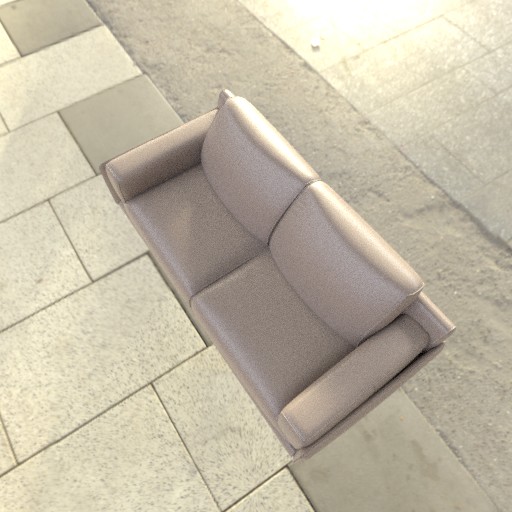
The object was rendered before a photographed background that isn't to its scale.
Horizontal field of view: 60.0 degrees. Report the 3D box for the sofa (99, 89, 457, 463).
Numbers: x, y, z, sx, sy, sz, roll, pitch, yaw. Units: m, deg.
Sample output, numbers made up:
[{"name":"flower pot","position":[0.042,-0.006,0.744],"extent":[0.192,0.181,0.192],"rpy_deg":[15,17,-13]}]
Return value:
[{"name":"sofa","position":[0.000,0.000,2.624],"extent":[1.049,0.930,2.101],"rpy_deg":[-32,67,-16]}]
